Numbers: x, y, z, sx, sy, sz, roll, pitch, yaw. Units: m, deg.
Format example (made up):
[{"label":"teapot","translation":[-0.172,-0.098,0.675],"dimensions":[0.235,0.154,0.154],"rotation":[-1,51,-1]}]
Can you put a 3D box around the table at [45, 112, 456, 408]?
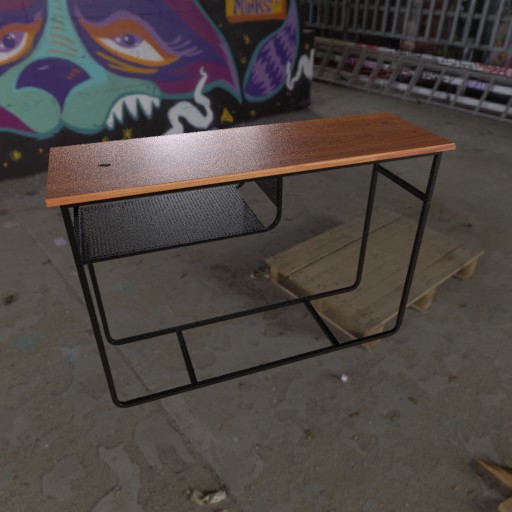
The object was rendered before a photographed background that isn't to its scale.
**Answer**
[{"label":"table","translation":[0.000,0.000,1.464],"dimensions":[1.100,0.750,0.350],"rotation":[-11,35,-16]}]
